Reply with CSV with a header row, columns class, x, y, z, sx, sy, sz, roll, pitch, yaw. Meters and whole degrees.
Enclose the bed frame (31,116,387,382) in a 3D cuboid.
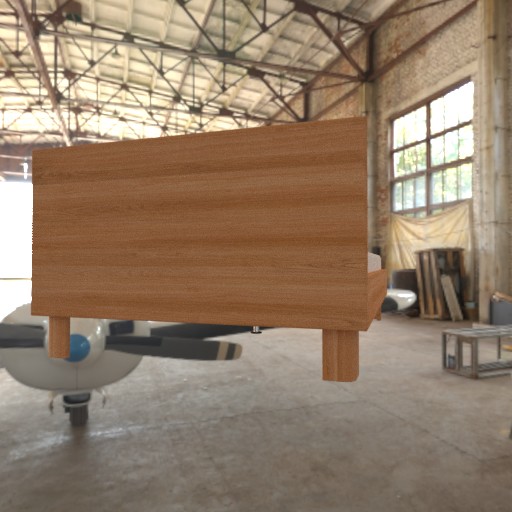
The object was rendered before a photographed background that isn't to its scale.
class,x,y,z,sx,sy,sz,roll,pitch,yaw
bed frame,0.000,0.000,2.707,1.472,0.940,1.992,0,-1,18
